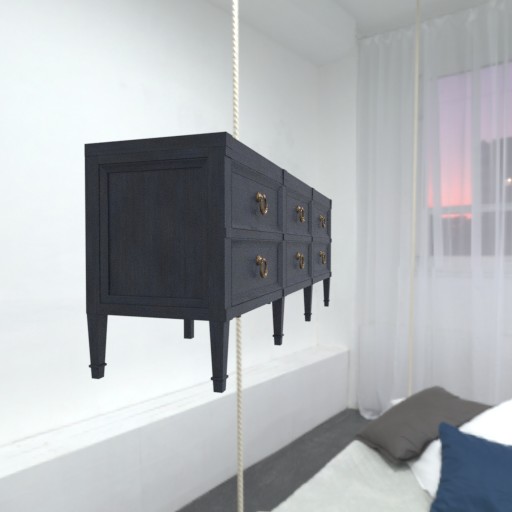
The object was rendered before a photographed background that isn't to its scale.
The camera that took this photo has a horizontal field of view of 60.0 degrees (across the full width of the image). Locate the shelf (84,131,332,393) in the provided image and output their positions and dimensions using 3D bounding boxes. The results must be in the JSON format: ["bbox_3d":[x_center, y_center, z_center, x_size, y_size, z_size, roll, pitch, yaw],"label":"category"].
[{"bbox_3d":[0.000,0.000,2.164,0.471,0.715,1.878,0,1,18],"label":"shelf"}]
